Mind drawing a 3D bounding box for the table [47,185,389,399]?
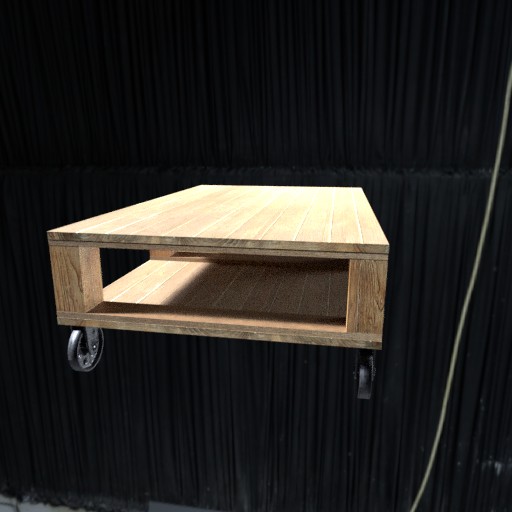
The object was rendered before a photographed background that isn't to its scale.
[{"bbox_3d":[0.000,0.000,1.708,0.827,0.413,1.299,3,14,10],"label":"table"}]
